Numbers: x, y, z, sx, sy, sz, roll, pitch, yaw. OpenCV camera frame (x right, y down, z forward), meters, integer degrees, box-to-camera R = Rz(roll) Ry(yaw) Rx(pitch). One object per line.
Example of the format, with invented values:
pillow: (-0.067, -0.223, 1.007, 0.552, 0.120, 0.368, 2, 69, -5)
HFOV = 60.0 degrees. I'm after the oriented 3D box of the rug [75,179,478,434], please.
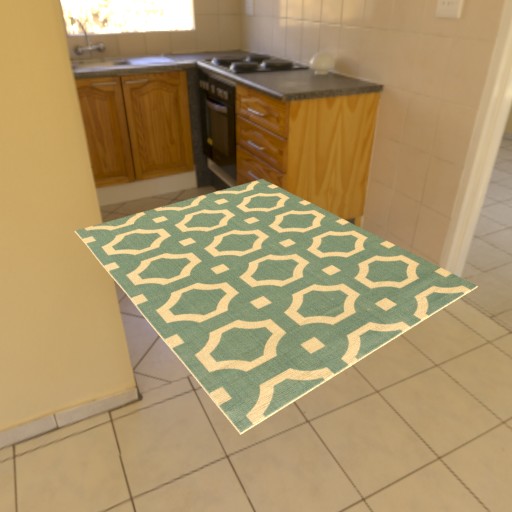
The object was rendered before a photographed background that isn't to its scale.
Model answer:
rug: (0.000, 0.000, 4.207, 2.466, 0.021, 3.049, -21, 37, -30)
